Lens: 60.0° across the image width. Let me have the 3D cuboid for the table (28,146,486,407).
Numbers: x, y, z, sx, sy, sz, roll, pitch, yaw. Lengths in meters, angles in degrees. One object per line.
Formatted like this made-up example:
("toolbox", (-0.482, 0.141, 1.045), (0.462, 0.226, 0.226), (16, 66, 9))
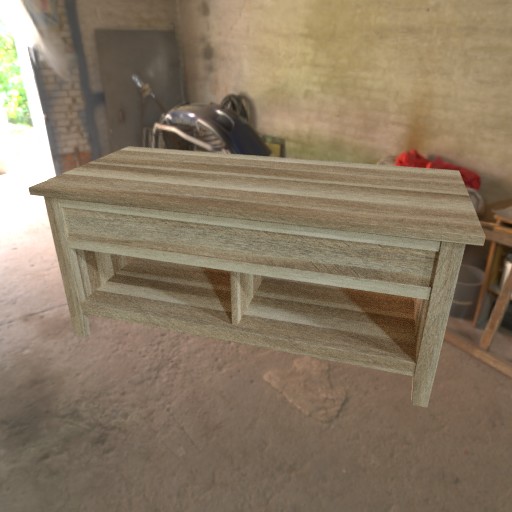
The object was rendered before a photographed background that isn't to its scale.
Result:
("table", (0.000, 0.000, 1.335), (1.095, 0.480, 0.493), (8, 28, 15))
